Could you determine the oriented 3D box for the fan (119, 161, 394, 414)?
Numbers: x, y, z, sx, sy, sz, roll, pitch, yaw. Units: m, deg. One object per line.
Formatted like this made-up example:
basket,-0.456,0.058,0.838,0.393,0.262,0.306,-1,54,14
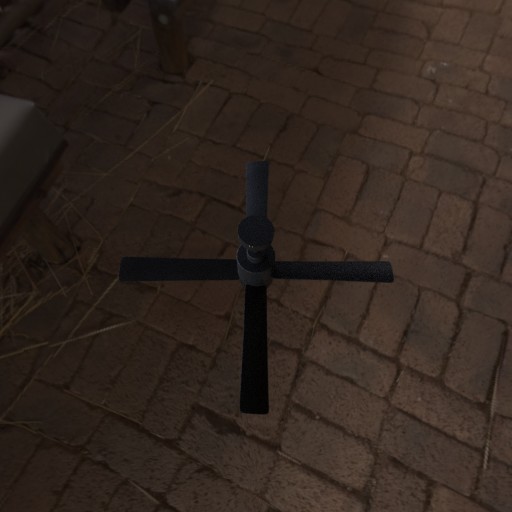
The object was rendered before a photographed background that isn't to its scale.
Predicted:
fan,0.000,0.000,2.316,1.525,0.534,1.525,1,63,1
